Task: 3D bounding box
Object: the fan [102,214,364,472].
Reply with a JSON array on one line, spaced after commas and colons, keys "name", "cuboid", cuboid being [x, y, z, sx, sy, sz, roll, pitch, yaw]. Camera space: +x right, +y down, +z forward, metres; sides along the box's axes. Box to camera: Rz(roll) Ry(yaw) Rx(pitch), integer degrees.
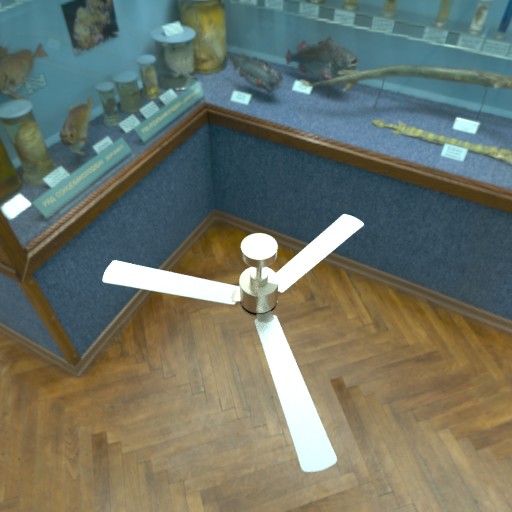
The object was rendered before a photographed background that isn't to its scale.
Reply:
[{"name": "fan", "cuboid": [0.000, 0.000, 2.334, 1.561, 0.446, 1.531, 24, 52, 20]}]
